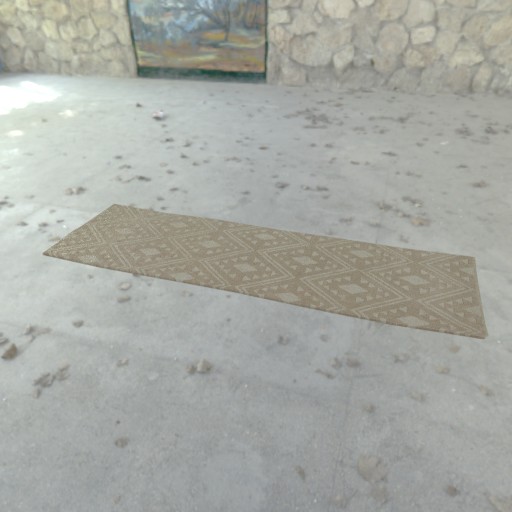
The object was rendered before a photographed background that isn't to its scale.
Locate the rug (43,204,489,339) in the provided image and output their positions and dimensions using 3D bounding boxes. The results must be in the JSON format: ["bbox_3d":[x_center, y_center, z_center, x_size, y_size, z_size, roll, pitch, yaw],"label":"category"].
[{"bbox_3d":[0.000,0.000,2.627,2.452,0.051,0.752,10,33,16],"label":"rug"}]
